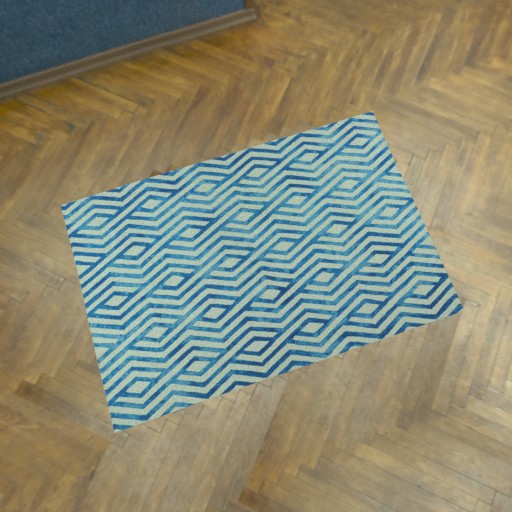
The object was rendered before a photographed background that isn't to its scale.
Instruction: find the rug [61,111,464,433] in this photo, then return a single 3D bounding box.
[{"bbox_3d":[0.000,0.000,2.335,1.830,0.008,1.225,-18,76,-5],"label":"rug"}]
